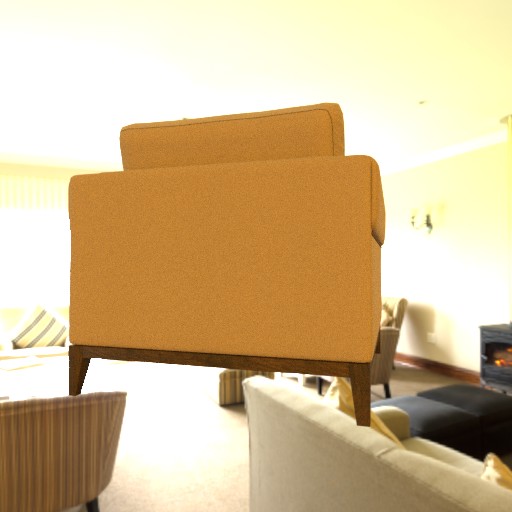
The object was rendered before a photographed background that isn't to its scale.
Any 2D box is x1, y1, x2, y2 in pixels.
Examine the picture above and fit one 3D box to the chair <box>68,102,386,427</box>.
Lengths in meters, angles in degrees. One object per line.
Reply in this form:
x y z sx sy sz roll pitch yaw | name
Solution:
0.000 0.000 1.647 0.914 0.838 0.959 0 -1 17 | chair
